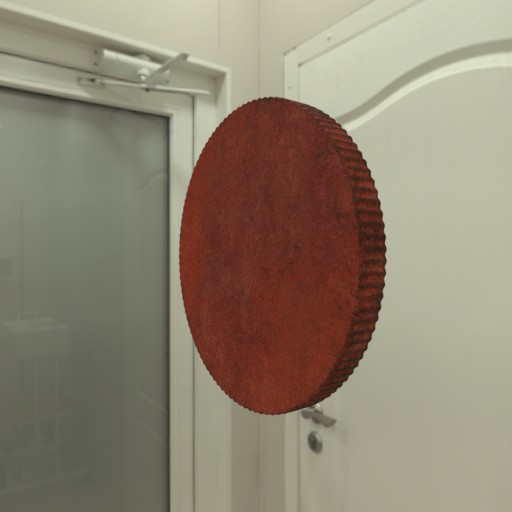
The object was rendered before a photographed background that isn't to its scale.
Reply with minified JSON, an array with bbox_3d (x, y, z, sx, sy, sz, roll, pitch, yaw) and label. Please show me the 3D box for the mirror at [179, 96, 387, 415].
[{"bbox_3d":[0.000,0.000,0.897,0.056,0.609,0.609,0,0,-35],"label":"mirror"}]
